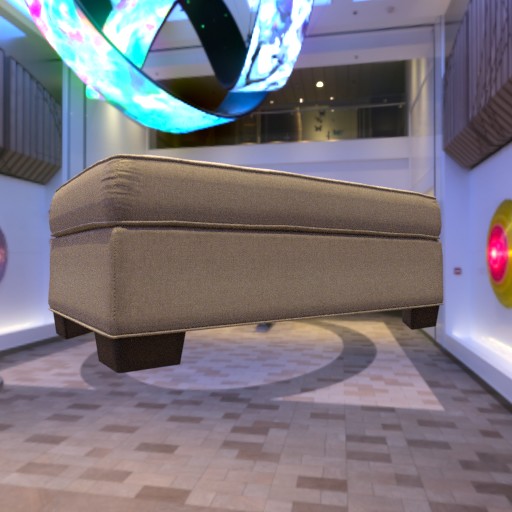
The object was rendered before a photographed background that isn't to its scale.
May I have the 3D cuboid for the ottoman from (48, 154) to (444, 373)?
[{"bbox_3d":[0.000,0.000,1.388,1.097,0.461,0.617,0,-1,-35],"label":"ottoman"}]
